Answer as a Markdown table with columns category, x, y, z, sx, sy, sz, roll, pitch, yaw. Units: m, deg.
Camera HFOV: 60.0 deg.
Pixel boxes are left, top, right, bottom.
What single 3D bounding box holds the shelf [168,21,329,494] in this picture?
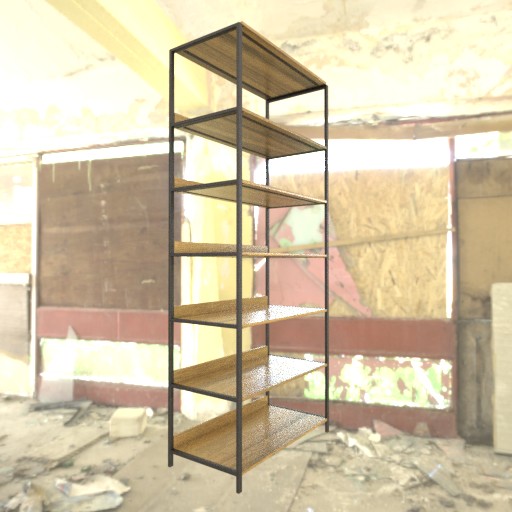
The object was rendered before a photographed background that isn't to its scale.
| category | x | y | z | sx | sy | sz | roll | pitch | yaw |
| --- | --- | --- | --- | --- | --- | --- | --- | --- | --- |
| shelf | 0.000 | 0.000 | 2.347 | 0.431 | 2.015 | 0.847 | -1 | -1 | 36 |
